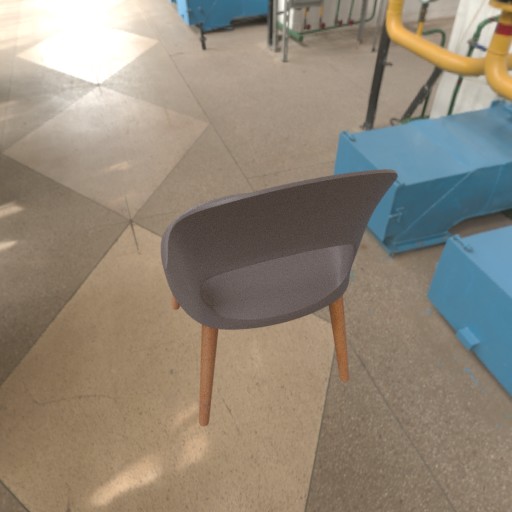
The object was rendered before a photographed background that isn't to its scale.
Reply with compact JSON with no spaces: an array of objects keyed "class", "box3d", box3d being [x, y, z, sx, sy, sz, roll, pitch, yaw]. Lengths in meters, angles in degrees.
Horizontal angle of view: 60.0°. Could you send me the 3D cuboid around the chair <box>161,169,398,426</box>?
[{"class":"chair","box3d":[0.000,0.000,1.149,0.470,0.794,0.556,-13,44,-14]}]
